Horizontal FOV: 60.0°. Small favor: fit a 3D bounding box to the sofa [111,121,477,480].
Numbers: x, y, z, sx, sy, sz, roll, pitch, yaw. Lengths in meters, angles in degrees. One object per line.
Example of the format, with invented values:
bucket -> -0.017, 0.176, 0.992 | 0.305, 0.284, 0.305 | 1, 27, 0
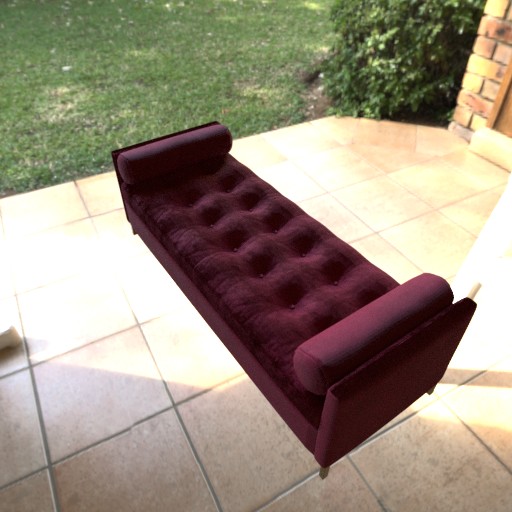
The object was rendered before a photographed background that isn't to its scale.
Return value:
sofa -> 0.000, 0.000, 2.465 | 0.796, 0.705, 2.102 | -25, 47, -25
